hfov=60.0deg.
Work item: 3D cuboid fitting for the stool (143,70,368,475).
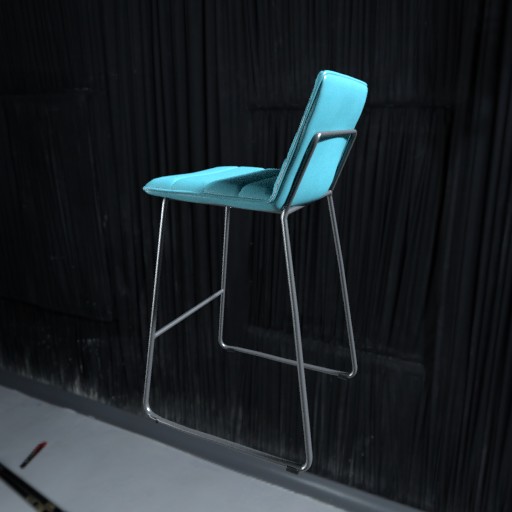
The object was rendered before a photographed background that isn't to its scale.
[{"bbox_3d":[0.000,0.000,1.262,0.524,0.936,0.489,8,19,25],"label":"stool"}]
